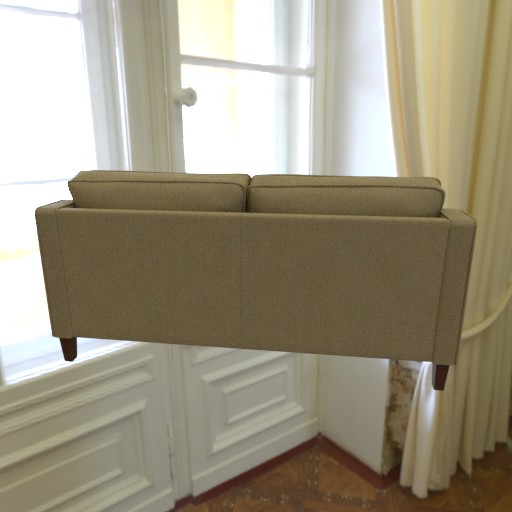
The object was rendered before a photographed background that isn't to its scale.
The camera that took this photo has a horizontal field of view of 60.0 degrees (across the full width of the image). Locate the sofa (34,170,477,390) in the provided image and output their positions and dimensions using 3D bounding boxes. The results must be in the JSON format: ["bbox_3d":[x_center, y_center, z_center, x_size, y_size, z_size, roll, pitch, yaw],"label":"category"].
[{"bbox_3d":[0.000,0.000,2.742,2.178,1.071,1.066,2,16,8],"label":"sofa"}]
